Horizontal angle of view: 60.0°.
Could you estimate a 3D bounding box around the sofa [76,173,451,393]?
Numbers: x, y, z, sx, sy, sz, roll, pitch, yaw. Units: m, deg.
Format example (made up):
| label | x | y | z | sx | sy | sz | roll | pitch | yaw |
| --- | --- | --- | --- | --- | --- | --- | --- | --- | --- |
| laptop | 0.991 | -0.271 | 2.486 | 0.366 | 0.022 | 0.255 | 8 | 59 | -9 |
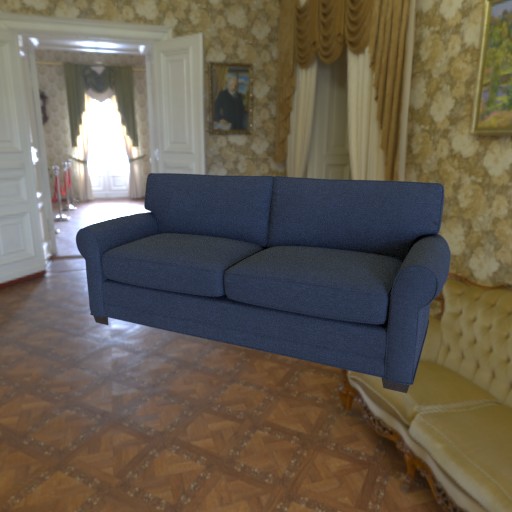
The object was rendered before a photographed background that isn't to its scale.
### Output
| label | x | y | z | sx | sy | sz | roll | pitch | yaw |
| --- | --- | --- | --- | --- | --- | --- | --- | --- | --- |
| sofa | 0.000 | 0.000 | 2.981 | 2.391 | 1.026 | 0.954 | 7 | 16 | 25 |
